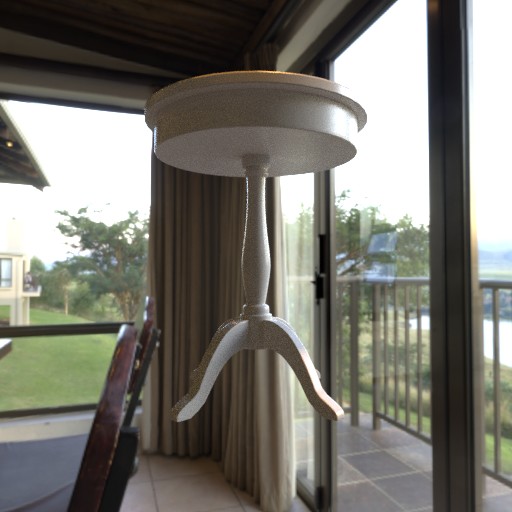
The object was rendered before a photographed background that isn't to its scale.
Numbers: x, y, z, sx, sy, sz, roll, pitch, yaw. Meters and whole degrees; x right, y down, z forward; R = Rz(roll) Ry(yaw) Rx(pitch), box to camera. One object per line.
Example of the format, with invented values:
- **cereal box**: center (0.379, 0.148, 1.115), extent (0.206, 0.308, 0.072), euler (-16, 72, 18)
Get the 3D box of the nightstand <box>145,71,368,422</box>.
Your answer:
- **nightstand**: center (0.000, 0.000, 1.041), extent (0.513, 0.653, 0.513), euler (1, -2, -37)
